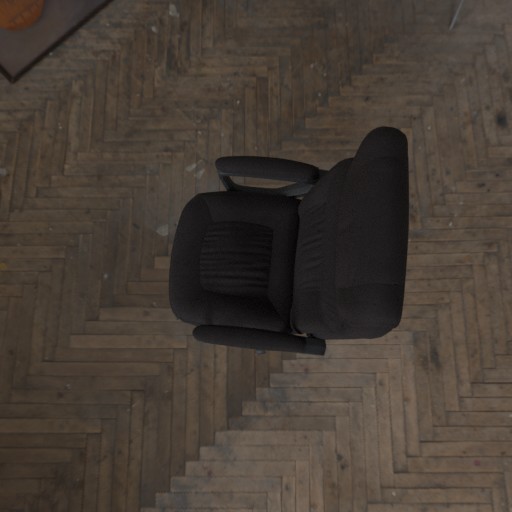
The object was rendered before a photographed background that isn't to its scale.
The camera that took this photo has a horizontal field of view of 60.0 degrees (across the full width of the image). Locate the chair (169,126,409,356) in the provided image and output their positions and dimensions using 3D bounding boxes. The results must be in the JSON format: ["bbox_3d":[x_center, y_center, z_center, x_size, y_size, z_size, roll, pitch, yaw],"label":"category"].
[{"bbox_3d":[0.000,0.000,1.540,0.724,1.105,0.667,6,78,1],"label":"chair"}]
